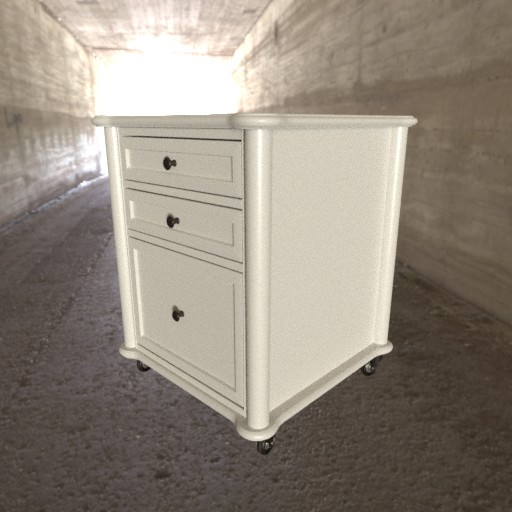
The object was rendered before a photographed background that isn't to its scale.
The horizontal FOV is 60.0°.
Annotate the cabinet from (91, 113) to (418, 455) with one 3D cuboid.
[{"bbox_3d":[0.000,0.000,1.260,0.628,0.761,0.627,16,23,42],"label":"cabinet"}]
